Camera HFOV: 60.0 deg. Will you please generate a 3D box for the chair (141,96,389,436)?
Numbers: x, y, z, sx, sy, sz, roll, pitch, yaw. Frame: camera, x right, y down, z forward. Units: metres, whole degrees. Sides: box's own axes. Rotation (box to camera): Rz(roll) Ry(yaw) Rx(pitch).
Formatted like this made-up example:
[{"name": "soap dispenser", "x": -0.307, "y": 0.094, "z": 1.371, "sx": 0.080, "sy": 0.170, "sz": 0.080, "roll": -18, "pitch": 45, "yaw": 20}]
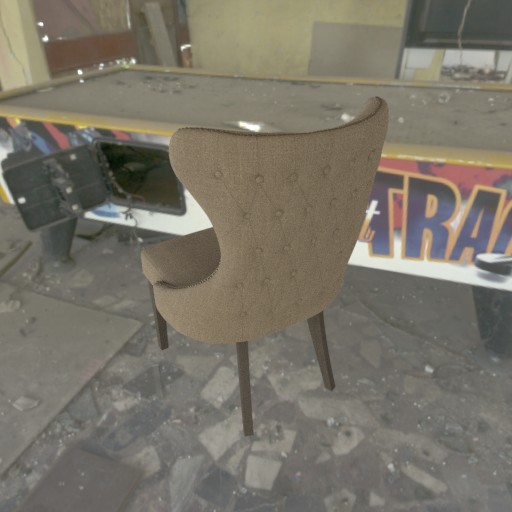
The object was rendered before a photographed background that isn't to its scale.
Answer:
[{"name": "chair", "x": 0.000, "y": 0.000, "z": 1.395, "sx": 0.628, "sy": 0.967, "sz": 0.635, "roll": -18, "pitch": 36, "yaw": -28}]
